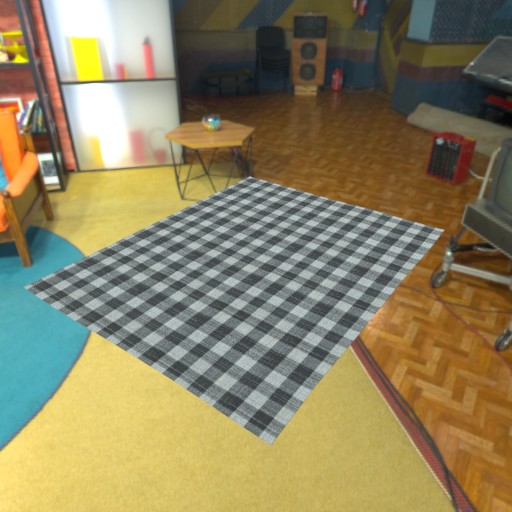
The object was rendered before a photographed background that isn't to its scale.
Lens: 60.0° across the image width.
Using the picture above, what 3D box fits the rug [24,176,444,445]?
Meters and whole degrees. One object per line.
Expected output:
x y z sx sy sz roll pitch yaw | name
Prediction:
0.000 0.000 3.988 2.432 0.013 3.021 21 37 31 | rug
